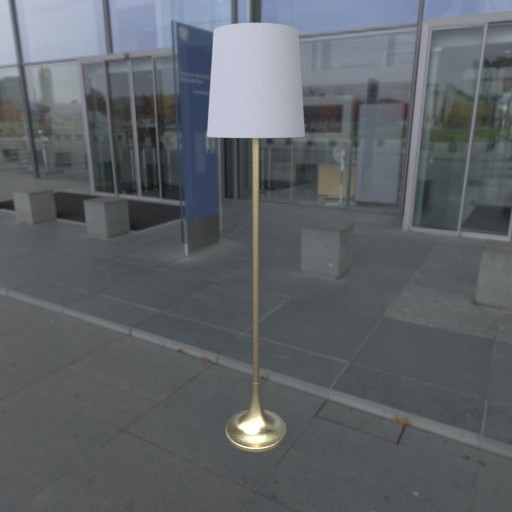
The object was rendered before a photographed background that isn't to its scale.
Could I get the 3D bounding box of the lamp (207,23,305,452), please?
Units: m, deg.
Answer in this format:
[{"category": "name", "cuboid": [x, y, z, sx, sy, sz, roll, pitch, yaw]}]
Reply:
[{"category": "lamp", "cuboid": [0.000, 0.000, 1.658, 0.337, 1.543, 0.337, 0, 17, 0]}]
